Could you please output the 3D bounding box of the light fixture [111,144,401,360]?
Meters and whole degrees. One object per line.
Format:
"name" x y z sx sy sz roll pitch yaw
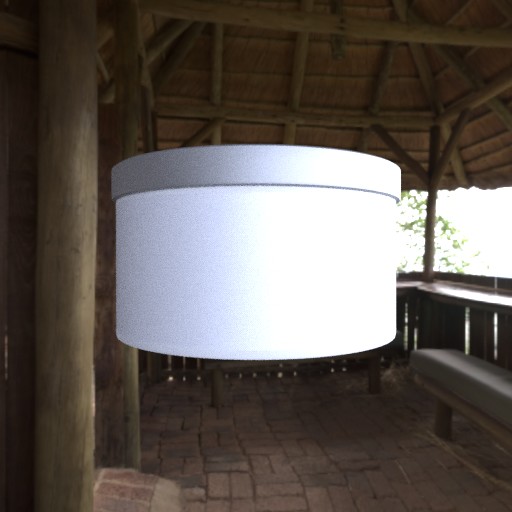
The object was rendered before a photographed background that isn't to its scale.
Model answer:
"light fixture" 0.000 0.000 0.635 0.393 0.229 0.393 0 0 0
